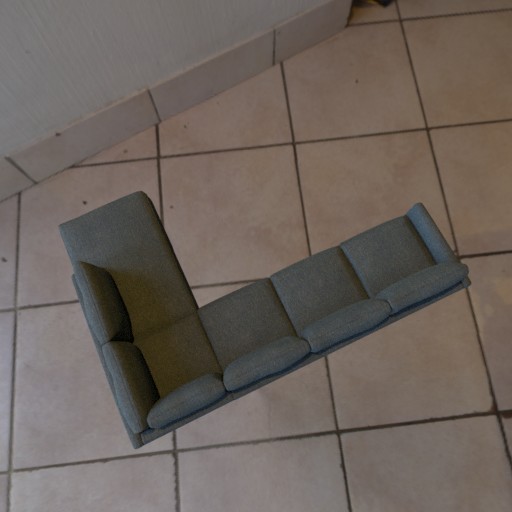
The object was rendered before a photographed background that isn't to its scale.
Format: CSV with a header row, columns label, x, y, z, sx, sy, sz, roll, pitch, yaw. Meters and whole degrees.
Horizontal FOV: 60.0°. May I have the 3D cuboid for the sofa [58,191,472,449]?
label,x,y,z,sx,sy,sz,roll,pitch,yaw
sofa,0.000,0.000,3.810,2.949,0.815,2.007,-24,75,-7
